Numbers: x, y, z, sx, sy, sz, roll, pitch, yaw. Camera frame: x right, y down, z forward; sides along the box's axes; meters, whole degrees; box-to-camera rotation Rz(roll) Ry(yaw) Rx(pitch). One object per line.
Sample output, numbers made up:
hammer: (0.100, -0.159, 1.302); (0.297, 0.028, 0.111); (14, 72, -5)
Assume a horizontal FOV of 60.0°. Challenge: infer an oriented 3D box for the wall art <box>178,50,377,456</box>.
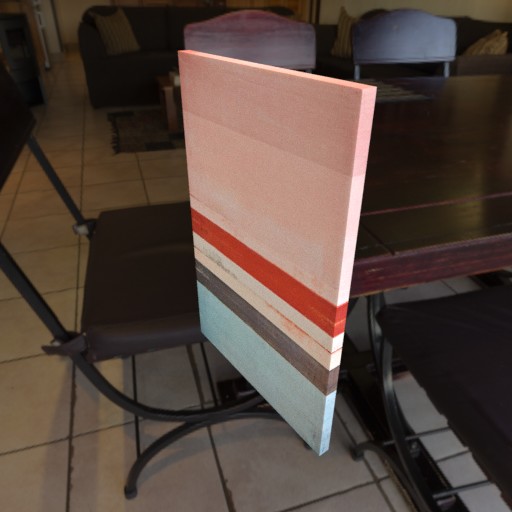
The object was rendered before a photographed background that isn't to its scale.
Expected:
wall art: (0.000, 0.000, 1.144); (0.038, 0.914, 0.610); (-21, 37, -31)
